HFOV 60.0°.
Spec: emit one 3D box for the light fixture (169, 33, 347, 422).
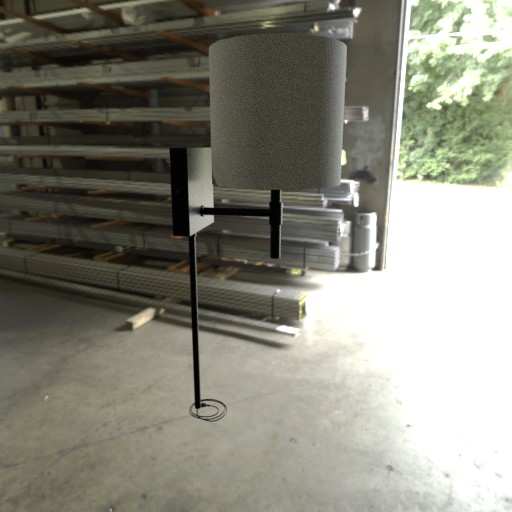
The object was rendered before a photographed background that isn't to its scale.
[{"bbox_3d":[0.000,0.000,0.689,0.248,0.589,0.188,3,14,11],"label":"light fixture"}]
